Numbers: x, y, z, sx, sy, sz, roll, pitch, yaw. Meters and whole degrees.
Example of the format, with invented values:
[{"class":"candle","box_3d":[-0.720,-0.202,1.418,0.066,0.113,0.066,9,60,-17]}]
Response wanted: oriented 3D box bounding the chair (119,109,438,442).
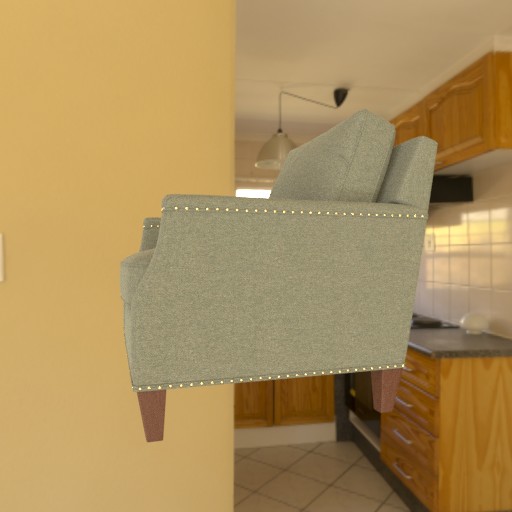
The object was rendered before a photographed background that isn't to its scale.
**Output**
[{"class":"chair","box_3d":[0.000,0.000,1.751,1.031,1.031,0.885,0,0,-18]}]
